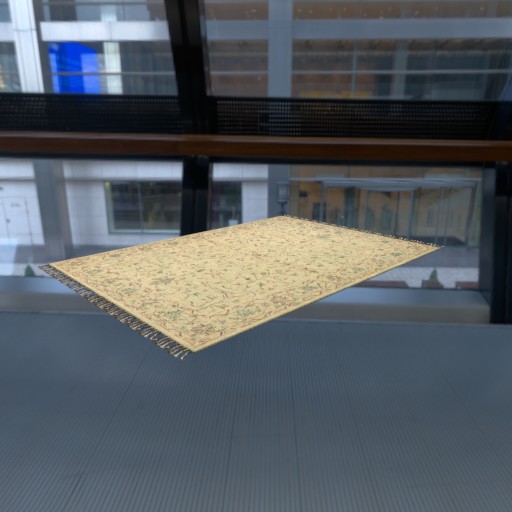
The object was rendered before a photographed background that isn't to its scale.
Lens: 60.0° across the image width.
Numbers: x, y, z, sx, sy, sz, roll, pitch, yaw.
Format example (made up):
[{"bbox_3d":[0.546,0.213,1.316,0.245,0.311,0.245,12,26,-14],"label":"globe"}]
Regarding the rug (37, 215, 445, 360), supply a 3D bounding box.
[{"bbox_3d":[0.000,0.000,2.343,1.802,0.008,1.247,-16,23,-41],"label":"rug"}]
